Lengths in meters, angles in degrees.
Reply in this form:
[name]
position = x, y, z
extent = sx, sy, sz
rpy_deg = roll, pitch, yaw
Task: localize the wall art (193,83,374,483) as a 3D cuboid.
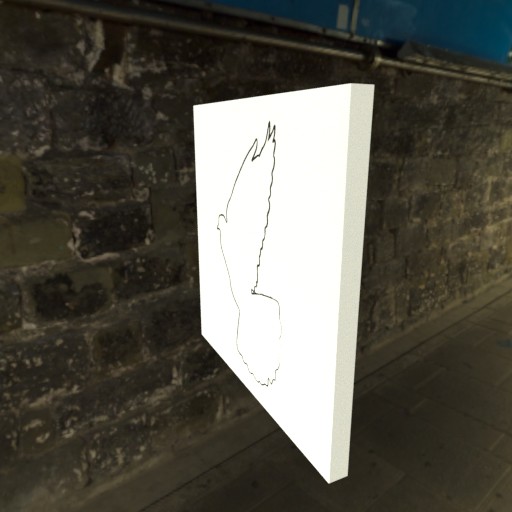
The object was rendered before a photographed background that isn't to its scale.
[wall art]
position = 0.000, 0.000, 0.908
extent = 0.038, 0.610, 0.610
rpy_deg = -8, 18, -25
